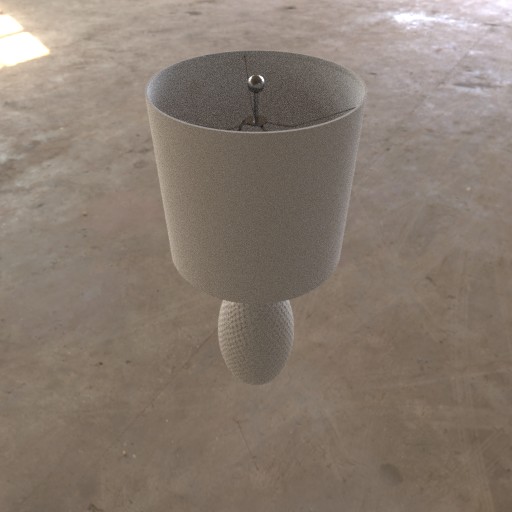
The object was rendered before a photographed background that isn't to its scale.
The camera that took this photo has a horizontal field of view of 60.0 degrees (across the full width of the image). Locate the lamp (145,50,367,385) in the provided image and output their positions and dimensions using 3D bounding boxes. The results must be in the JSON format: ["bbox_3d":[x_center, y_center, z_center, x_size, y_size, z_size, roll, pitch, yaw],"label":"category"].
[{"bbox_3d":[0.000,0.000,0.583,0.214,0.466,0.214,-27,48,-27],"label":"lamp"}]
